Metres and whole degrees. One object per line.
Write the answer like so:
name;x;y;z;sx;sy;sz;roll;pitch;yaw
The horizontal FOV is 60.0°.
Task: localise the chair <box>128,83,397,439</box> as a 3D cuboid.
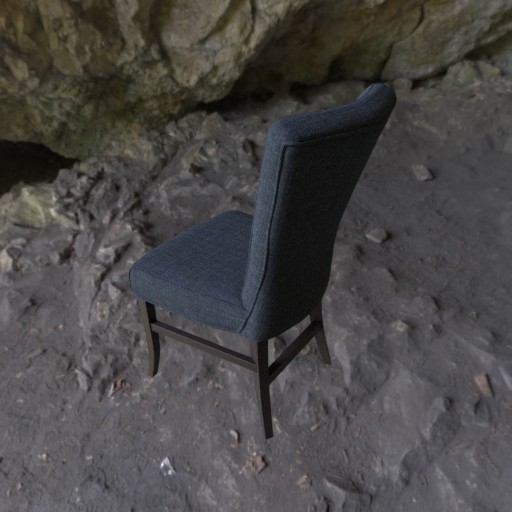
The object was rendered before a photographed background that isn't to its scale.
chair;0.000;0.000;1.363;0.660;0.991;0.520;21;37;30
